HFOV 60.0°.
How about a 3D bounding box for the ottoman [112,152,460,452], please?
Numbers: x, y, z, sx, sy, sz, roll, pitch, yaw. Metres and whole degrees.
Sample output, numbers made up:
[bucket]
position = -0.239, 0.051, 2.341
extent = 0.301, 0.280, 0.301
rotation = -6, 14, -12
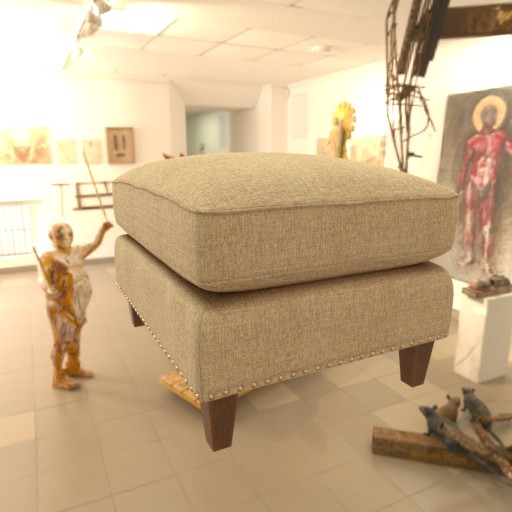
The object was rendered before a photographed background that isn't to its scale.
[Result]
[ottoman]
position = 0.000, 0.000, 1.124
extent = 0.584, 0.513, 0.741
rotation = -7, 15, -26
